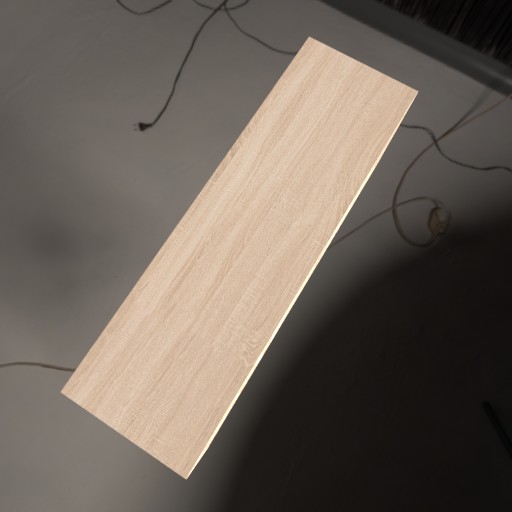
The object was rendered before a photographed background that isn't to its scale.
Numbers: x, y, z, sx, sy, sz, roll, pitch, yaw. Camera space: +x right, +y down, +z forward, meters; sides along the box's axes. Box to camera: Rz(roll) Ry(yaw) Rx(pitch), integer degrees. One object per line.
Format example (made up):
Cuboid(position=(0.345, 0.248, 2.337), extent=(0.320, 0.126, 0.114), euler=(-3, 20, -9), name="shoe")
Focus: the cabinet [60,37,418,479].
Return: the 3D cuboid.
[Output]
Cuboid(position=(0.000, 0.000, 1.986), extent=(0.500, 0.780, 1.649), euler=(31, 77, 8), name="cabinet")
